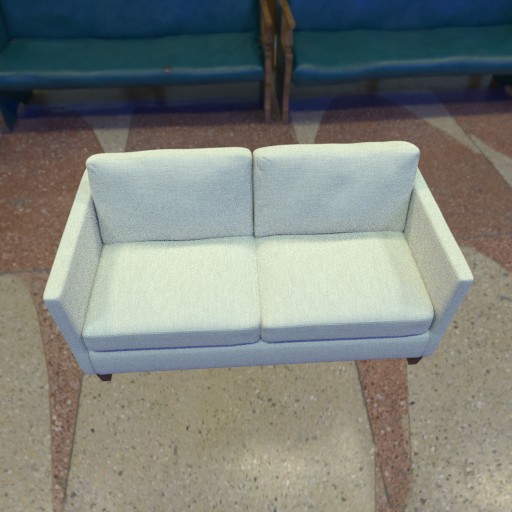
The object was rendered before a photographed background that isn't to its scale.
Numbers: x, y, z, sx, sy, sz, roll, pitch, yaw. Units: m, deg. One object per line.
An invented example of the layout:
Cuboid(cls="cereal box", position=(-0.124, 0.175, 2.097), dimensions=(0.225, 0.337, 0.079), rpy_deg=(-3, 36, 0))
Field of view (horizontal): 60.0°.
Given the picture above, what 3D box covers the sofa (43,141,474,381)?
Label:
Cuboid(cls="sofa", position=(0.000, 0.000, 2.358), dimensions=(1.838, 0.963, 0.950), rpy_deg=(-3, 47, -2))
